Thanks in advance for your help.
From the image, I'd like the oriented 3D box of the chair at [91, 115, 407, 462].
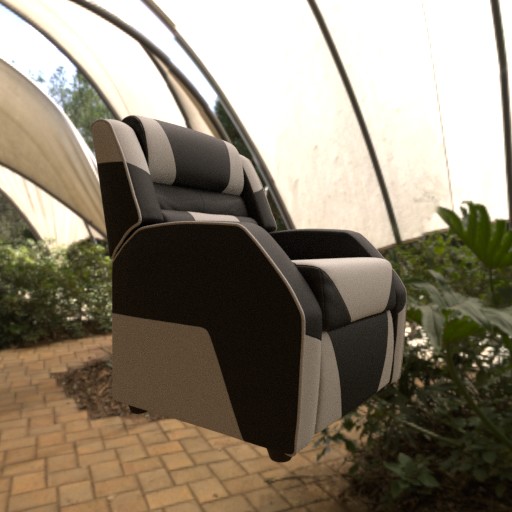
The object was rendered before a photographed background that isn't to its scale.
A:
[{"bbox_3d":[0.000,0.000,1.249,0.672,0.805,0.620,1,1,36],"label":"chair"}]
